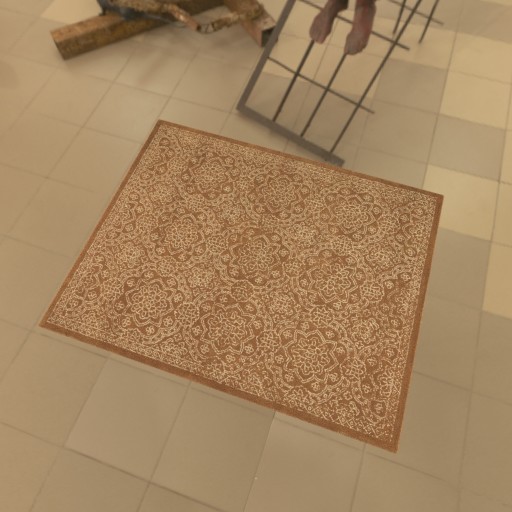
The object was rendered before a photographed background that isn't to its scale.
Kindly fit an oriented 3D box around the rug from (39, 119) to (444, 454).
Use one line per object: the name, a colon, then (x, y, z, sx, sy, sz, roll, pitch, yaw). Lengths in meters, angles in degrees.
rug: (0.000, 0.000, 4.032, 3.050, 0.015, 2.441, 17, 65, 8)
